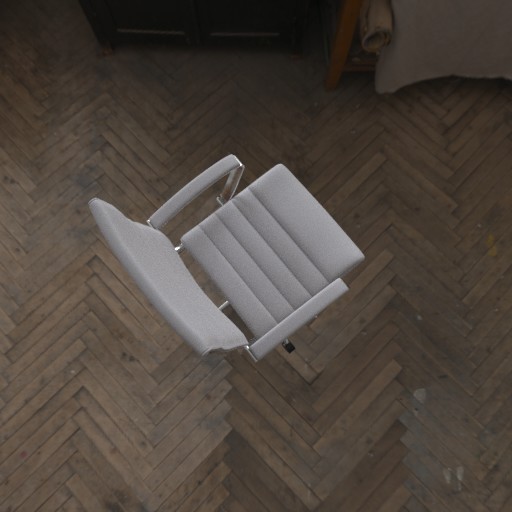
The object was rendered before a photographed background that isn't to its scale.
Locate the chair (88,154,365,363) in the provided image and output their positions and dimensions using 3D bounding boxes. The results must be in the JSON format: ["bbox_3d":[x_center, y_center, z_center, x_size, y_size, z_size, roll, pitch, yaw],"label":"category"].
[{"bbox_3d":[0.000,0.000,1.549,0.667,1.149,0.679,-38,79,-9],"label":"chair"}]
